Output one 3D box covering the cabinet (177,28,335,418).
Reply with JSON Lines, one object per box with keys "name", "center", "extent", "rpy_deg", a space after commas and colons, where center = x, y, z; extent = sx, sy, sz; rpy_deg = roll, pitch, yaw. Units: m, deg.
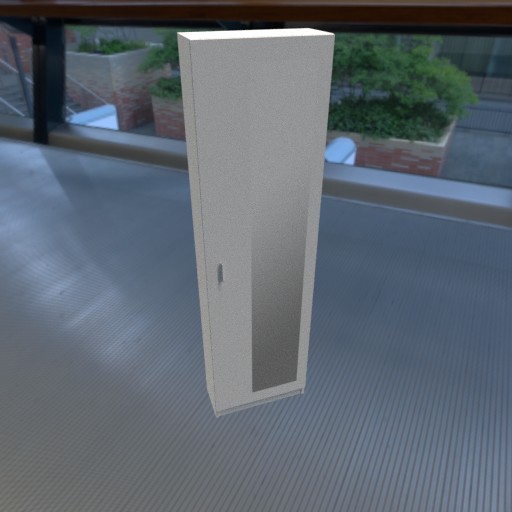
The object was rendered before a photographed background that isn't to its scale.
{"name": "cabinet", "center": [0.000, 0.000, 1.987], "extent": [0.500, 1.790, 0.230], "rpy_deg": [-10, 33, -16]}
